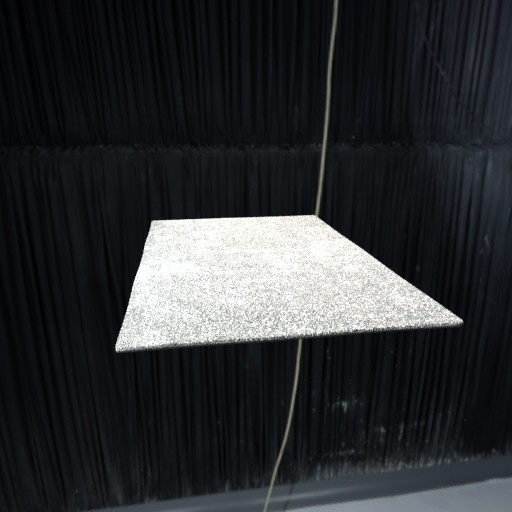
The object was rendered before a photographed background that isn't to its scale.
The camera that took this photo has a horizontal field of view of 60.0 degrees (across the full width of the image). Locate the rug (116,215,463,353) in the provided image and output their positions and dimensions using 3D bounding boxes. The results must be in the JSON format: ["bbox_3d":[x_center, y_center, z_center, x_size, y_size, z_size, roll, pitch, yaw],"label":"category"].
[{"bbox_3d":[0.000,0.000,2.962,1.502,0.025,2.350,-3,17,-9],"label":"rug"}]
